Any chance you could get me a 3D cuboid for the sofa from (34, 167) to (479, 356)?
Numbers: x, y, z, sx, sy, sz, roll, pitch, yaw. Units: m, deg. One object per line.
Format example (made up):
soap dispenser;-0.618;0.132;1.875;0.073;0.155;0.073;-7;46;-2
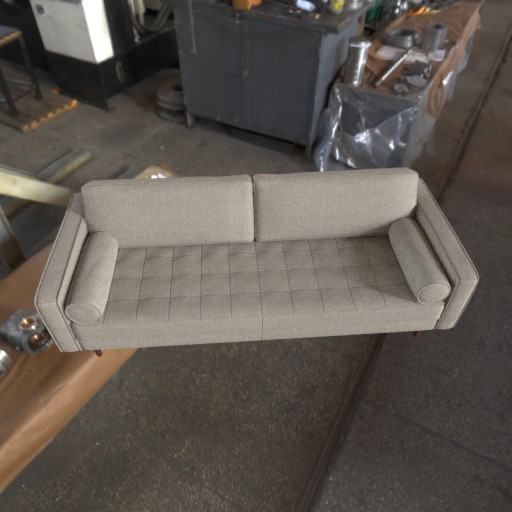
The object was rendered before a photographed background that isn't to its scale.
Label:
sofa;0.000;0.000;2.595;2.211;0.762;0.914;-3;45;-3
